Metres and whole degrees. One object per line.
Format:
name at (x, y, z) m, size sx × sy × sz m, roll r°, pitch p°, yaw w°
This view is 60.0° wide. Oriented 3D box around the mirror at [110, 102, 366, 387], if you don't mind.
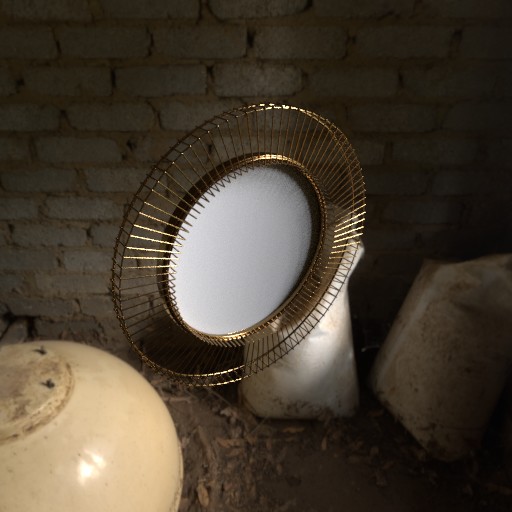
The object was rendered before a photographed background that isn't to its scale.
mirror at (0.000, 0.000, 1.067) m, size 0.703 × 0.703 × 0.067 m, roll -20°, pitch 36°, yaw -31°
